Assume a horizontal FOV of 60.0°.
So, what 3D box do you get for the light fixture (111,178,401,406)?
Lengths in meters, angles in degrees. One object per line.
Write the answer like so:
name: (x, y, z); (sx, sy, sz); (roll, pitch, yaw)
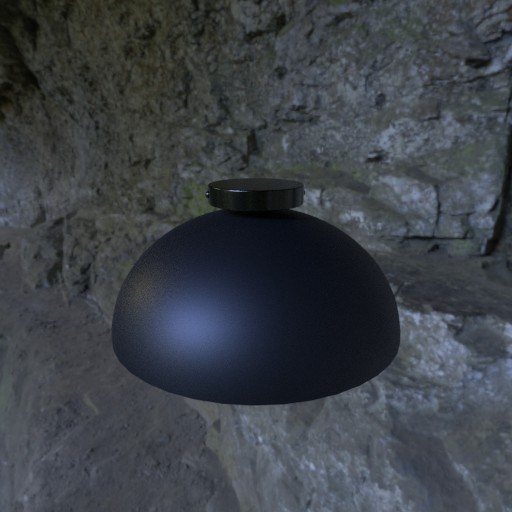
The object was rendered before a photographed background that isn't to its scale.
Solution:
light fixture: (0.000, 0.000, 0.546); (0.355, 0.177, 0.355); (0, 17, 0)
